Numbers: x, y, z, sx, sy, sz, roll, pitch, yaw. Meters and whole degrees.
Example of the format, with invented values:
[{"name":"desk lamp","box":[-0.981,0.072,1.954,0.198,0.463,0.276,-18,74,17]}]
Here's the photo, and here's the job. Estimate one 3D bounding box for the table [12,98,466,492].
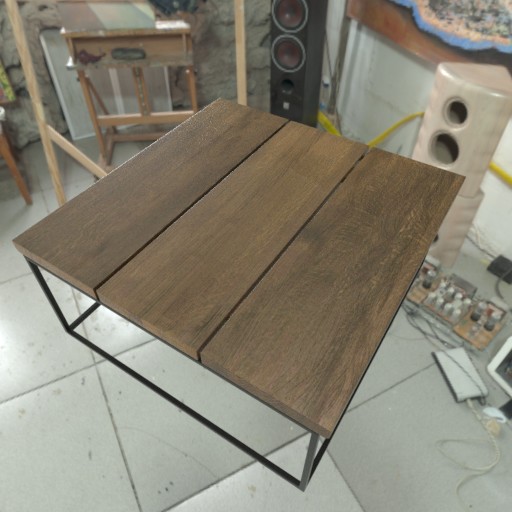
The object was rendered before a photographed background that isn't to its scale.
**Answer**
[{"name":"table","box":[0.000,0.000,1.364,0.900,0.400,0.900,25,51,22]}]
